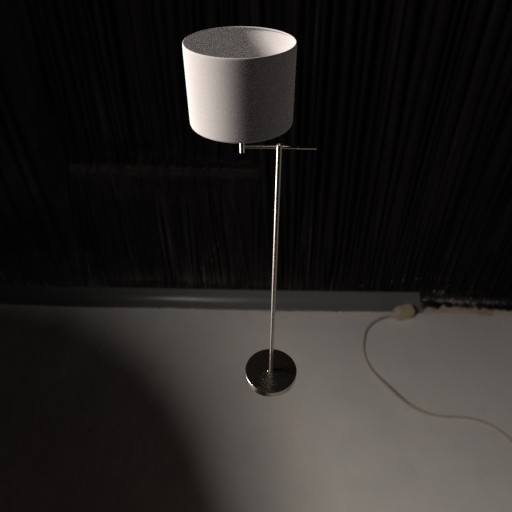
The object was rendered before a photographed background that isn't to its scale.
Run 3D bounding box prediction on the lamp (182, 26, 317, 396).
[{"bbox_3d":[0.000,0.000,1.772,0.416,1.600,0.324,0,41,0],"label":"lamp"}]
